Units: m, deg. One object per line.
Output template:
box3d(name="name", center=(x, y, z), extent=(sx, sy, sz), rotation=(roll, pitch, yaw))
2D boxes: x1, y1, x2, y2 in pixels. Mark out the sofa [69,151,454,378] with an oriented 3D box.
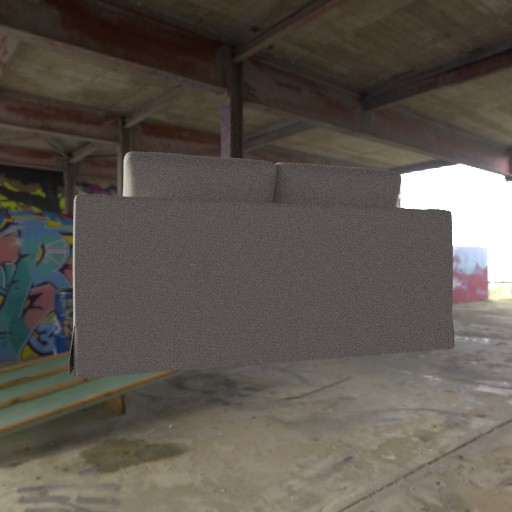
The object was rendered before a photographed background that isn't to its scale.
box3d(name="sofa", center=(0.000, 0.000, 2.424), extent=(1.813, 0.932, 1.009), rotation=(0, 0, -18))
